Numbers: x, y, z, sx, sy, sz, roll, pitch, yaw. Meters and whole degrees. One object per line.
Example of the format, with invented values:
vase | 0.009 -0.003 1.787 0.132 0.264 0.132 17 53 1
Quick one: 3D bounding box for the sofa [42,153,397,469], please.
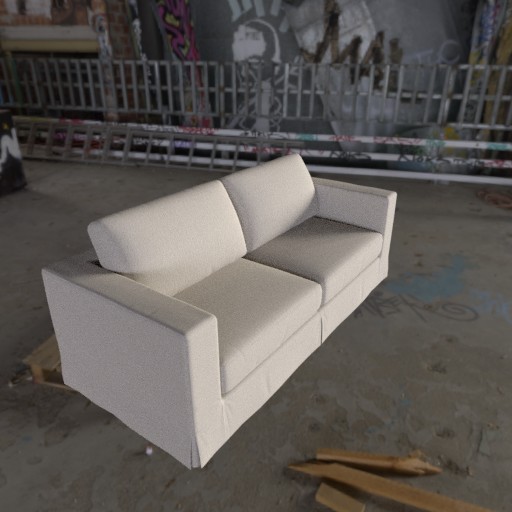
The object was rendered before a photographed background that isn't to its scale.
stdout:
sofa | 0.000 0.000 2.671 0.954 0.881 2.163 17 30 32
